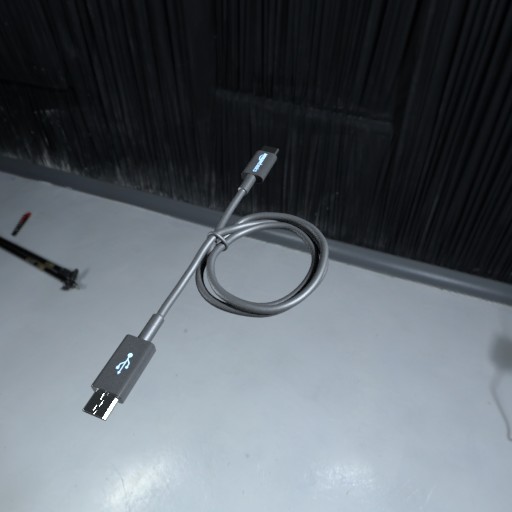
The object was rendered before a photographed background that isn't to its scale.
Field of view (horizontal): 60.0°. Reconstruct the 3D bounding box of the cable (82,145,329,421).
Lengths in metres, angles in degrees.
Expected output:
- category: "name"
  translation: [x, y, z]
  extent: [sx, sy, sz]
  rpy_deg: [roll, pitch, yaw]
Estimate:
- category: "cable"
  translation: [0.000, 0.000, 0.218]
  extent: [0.070, 0.014, 0.192]
  rpy_deg: [16, 49, 15]
